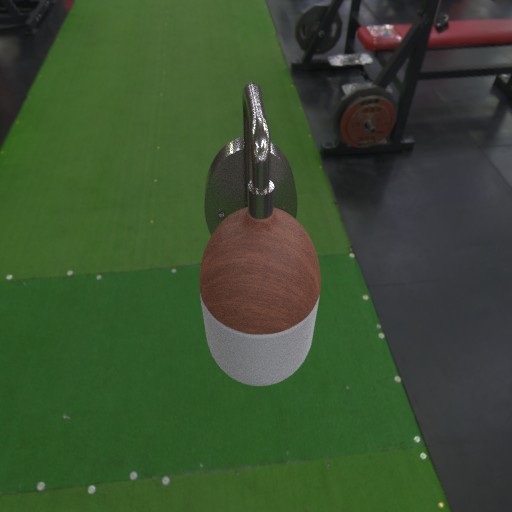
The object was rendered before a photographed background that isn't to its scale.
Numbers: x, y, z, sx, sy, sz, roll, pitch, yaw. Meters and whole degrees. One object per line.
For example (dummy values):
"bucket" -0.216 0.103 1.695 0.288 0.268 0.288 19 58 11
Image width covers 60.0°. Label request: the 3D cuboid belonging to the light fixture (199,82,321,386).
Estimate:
"light fixture" 0.000 0.000 0.445 0.108 0.343 0.216 -3 47 -3
